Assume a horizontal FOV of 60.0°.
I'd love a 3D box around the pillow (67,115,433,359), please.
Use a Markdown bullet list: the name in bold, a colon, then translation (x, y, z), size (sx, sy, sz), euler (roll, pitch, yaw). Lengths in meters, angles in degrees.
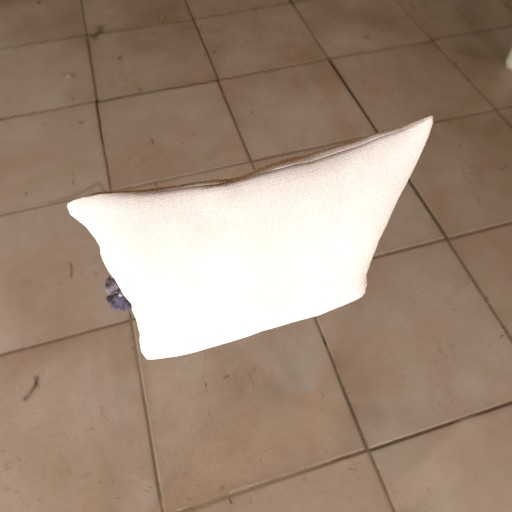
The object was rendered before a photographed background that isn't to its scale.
- **pillow**: translation (0.000, 0.000, 0.739), size (0.489, 0.481, 0.165), euler (-15, 58, -10)
